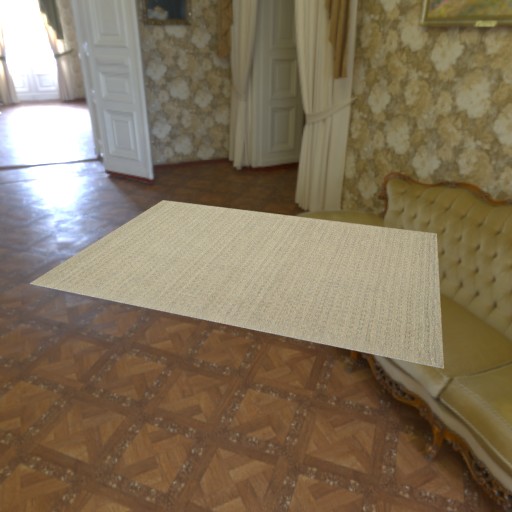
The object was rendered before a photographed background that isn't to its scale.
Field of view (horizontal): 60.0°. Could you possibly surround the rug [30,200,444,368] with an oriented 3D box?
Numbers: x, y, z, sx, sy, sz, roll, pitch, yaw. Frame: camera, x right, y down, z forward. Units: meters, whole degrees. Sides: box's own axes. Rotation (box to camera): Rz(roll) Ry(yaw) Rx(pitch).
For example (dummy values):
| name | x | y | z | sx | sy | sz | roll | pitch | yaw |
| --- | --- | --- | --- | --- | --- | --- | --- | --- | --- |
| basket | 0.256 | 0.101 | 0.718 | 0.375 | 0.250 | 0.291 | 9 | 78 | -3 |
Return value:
| name | x | y | z | sx | sy | sz | roll | pitch | yaw |
| --- | --- | --- | --- | --- | --- | --- | --- | --- | --- |
| rug | 0.000 | 0.000 | 3.731 | 2.895 | 0.006 | 1.981 | 9 | 28 | 17 |
